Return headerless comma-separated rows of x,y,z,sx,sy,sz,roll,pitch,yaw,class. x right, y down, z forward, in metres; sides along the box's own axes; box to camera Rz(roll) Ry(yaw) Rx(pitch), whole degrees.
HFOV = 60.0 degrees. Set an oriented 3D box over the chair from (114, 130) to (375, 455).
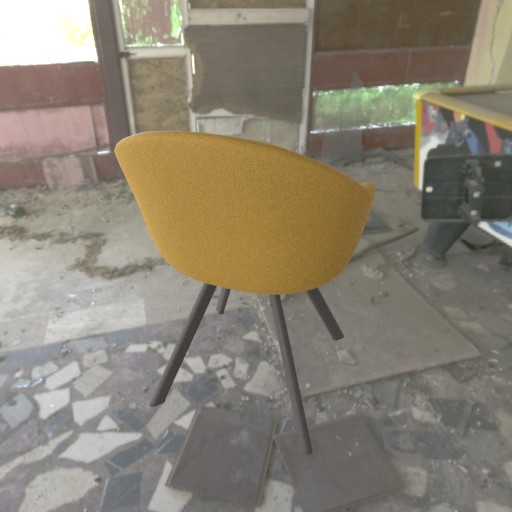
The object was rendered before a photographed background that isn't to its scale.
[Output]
0.000,0.000,1.166,0.551,0.793,0.583,10,33,17,chair
